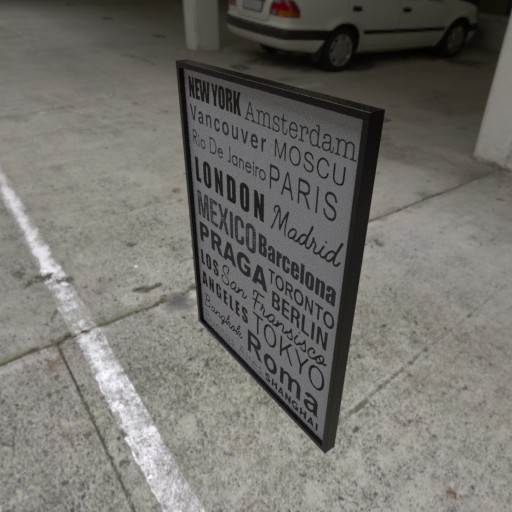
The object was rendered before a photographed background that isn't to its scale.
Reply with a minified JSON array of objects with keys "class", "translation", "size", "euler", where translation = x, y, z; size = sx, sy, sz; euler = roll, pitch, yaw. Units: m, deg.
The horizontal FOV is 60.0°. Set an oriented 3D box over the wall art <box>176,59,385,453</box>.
[{"class":"wall art","translation":[0.000,0.000,1.390],"size":[0.043,1.046,0.788],"euler":[-21,38,-30]}]
